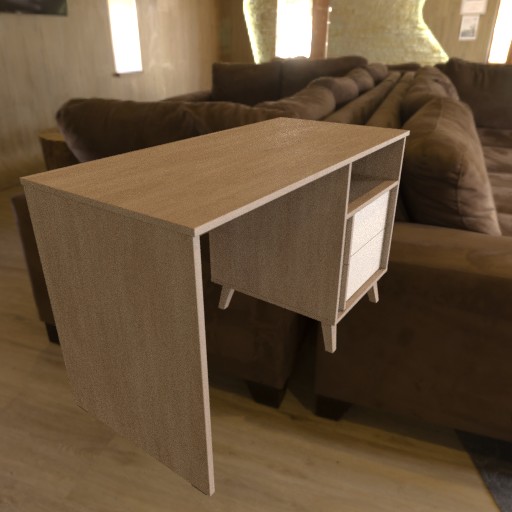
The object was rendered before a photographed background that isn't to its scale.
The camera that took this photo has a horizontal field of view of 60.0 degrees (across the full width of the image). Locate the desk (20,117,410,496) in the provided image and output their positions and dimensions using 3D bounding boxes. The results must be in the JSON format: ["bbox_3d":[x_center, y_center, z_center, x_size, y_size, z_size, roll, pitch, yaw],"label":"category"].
[{"bbox_3d":[0.000,0.000,1.605,0.600,0.770,1.251,17,30,31],"label":"desk"}]
